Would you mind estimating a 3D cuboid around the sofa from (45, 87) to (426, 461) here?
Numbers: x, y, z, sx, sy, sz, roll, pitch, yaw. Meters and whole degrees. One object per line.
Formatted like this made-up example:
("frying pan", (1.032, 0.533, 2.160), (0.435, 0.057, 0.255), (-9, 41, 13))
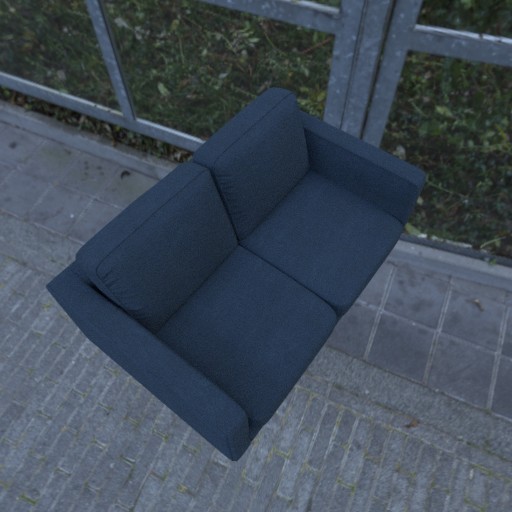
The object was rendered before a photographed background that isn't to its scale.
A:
("sofa", (0.000, 0.000, 2.152), (0.999, 0.930, 1.518), (33, 63, 19))
